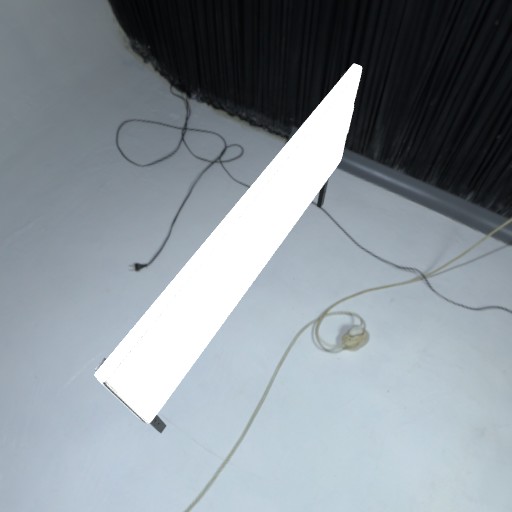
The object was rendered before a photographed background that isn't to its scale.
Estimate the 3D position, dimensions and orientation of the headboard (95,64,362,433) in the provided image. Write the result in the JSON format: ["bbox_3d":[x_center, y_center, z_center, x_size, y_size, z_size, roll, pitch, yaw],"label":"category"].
[{"bbox_3d":[0.000,0.000,2.872,0.120,1.410,2.362,29,63,16],"label":"headboard"}]
